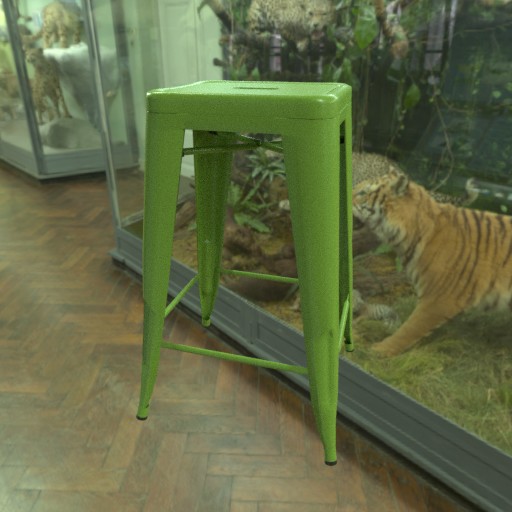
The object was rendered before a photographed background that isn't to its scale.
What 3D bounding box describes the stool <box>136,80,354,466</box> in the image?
[{"bbox_3d":[0.000,0.000,0.850,0.398,0.609,0.358,7,26,15],"label":"stool"}]
